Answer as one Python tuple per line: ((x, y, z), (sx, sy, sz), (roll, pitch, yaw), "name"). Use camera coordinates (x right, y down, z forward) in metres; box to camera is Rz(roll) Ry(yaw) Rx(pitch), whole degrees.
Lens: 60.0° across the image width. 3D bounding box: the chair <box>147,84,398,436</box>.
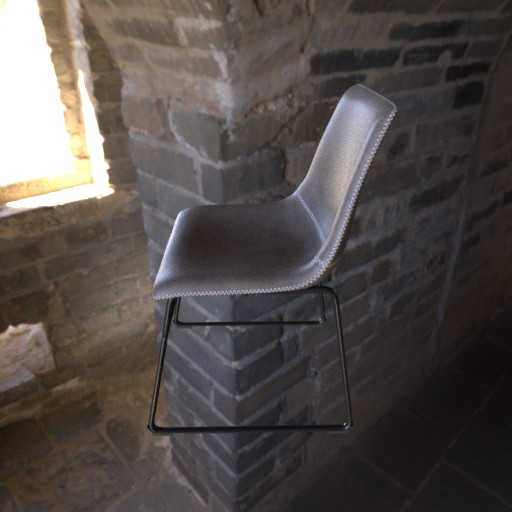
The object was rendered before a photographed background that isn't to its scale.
((0.000, 0.000, 1.123), (0.550, 0.780, 0.460), (-1, 28, -1), "chair")
